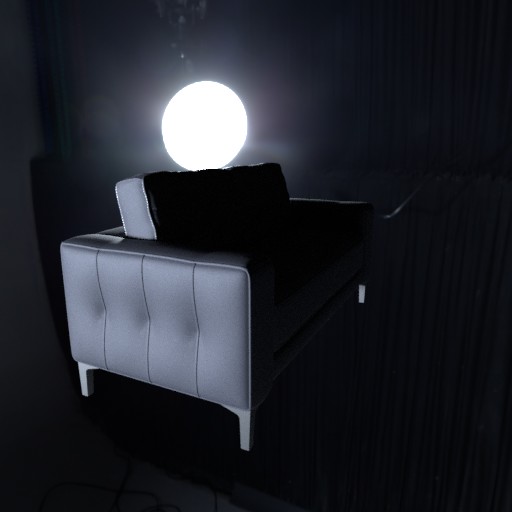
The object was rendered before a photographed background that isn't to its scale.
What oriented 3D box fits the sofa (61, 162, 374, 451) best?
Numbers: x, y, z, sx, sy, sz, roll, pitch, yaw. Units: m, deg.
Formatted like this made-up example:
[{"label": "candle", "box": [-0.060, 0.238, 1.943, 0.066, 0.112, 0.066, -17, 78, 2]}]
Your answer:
[{"label": "sofa", "box": [0.000, 0.000, 2.256, 0.833, 0.893, 1.726, 7, 16, 26]}]
